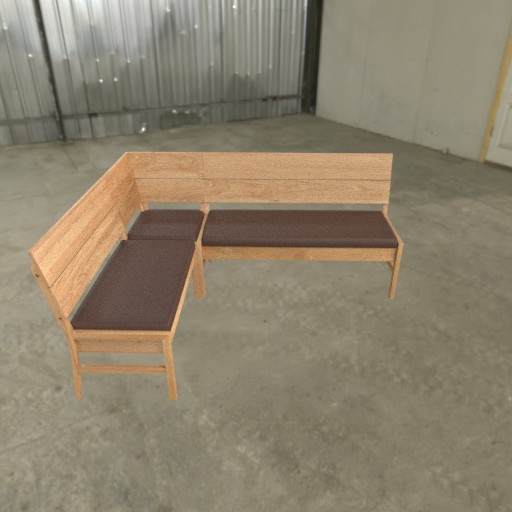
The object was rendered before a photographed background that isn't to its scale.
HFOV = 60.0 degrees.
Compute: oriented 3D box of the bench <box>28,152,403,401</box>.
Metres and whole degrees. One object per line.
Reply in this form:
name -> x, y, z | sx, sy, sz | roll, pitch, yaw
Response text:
bench -> 0.000, 0.000, 2.793 | 1.975, 0.890, 1.549 | 0, 29, 0
